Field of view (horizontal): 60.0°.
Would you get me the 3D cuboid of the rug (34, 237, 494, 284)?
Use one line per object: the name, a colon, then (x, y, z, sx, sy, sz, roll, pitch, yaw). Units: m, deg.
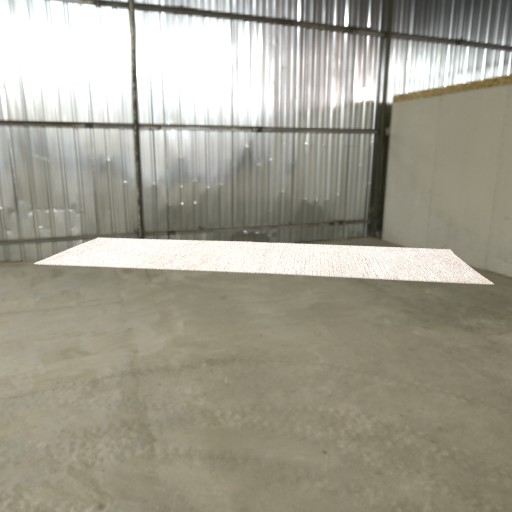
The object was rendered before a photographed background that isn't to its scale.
rug: (0.000, 0.000, 2.570, 2.346, 0.013, 0.712, 2, 14, 9)
